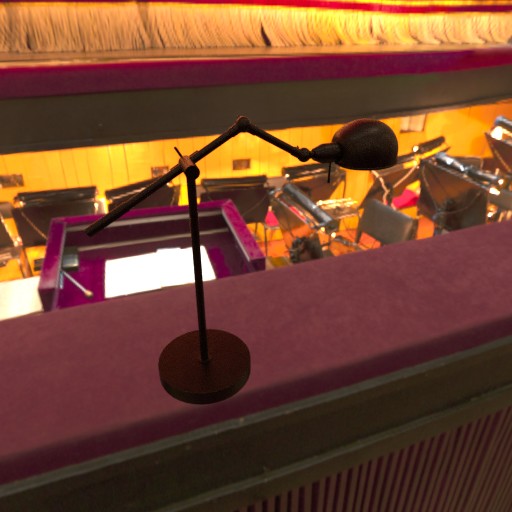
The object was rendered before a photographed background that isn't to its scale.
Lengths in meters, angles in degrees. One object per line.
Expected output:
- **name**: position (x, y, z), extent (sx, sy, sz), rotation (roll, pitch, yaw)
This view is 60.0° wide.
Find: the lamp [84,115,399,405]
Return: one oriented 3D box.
- **lamp**: position (0.000, 0.000, 0.817), extent (0.567, 0.495, 0.185), rotation (-10, 31, -16)
